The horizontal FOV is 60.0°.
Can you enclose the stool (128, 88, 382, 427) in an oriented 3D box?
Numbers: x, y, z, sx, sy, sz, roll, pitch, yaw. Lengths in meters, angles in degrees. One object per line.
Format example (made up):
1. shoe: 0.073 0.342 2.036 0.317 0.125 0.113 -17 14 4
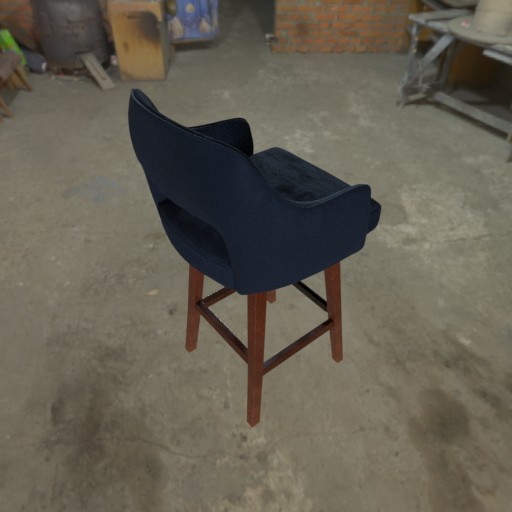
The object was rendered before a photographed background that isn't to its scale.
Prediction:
1. stool: 0.000 0.000 1.360 0.560 1.041 0.550 -28 48 -28
